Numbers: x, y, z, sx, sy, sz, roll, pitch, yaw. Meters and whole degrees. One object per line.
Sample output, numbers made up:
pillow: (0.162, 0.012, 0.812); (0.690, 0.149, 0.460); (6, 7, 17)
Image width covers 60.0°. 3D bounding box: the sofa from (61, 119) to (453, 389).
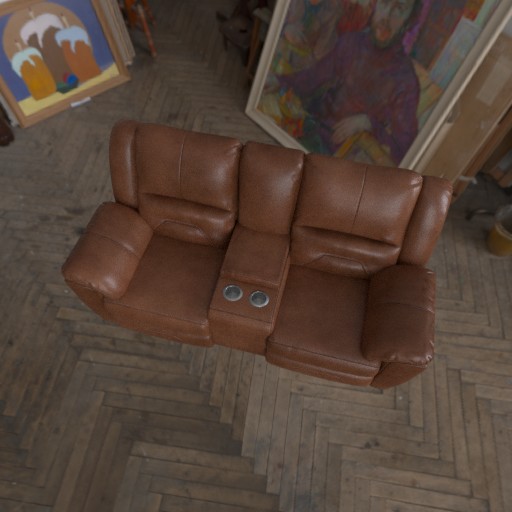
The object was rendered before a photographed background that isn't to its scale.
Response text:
sofa: (0.000, 0.000, 2.634); (2.058, 1.043, 0.991); (12, 60, 7)
